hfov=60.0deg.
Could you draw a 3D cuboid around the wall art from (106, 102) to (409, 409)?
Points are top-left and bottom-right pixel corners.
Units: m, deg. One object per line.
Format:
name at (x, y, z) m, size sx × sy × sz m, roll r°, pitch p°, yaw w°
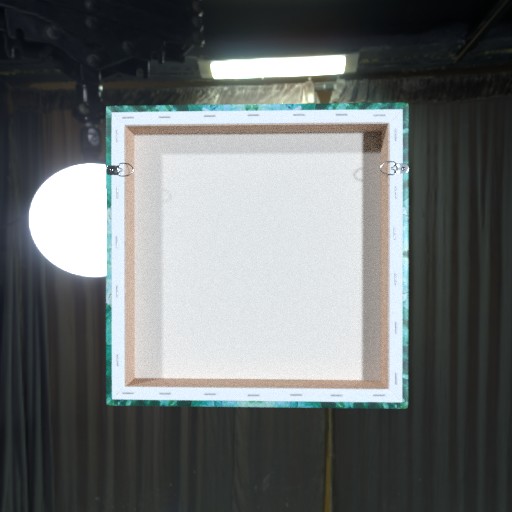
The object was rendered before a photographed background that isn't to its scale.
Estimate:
wall art at (0.000, 0.000, 0.471) m, size 0.313 × 0.313 × 0.033 m, roll 0°, pitch 0°, yaw 2°
